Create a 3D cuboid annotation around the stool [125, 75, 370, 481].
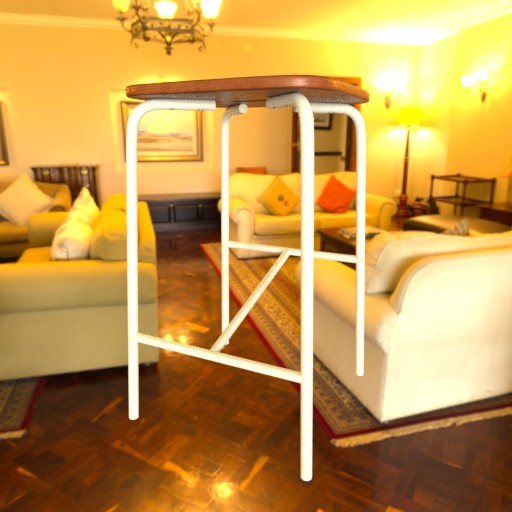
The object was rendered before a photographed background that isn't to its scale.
[{"bbox_3d":[0.000,0.000,0.868,0.376,0.610,0.376,7,17,25],"label":"stool"}]
